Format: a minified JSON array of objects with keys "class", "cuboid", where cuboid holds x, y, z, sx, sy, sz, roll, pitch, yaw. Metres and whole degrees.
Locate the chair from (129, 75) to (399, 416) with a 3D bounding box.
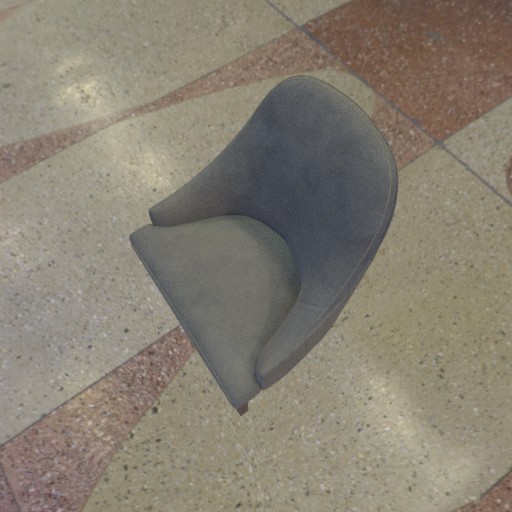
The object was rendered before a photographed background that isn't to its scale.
[{"class":"chair","cuboid":[0.000,0.000,1.318,0.575,0.889,0.643,-31,68,-14]}]
